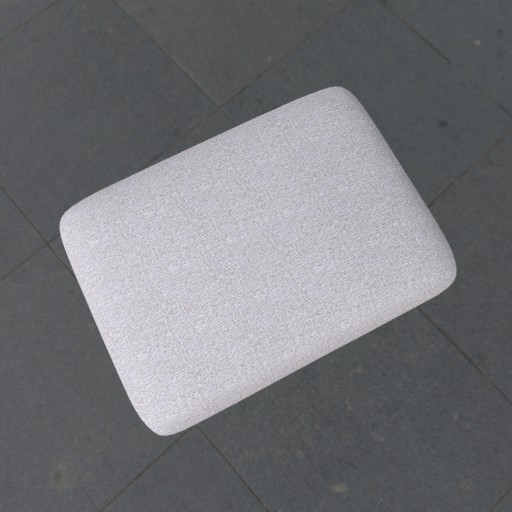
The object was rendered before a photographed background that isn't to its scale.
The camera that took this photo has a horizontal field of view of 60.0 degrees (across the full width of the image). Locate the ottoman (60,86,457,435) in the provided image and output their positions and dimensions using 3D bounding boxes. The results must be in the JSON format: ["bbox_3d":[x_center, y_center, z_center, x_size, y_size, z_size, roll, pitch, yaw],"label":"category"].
[{"bbox_3d":[0.000,0.000,1.099,0.772,0.420,0.568,-27,78,-6],"label":"ottoman"}]
